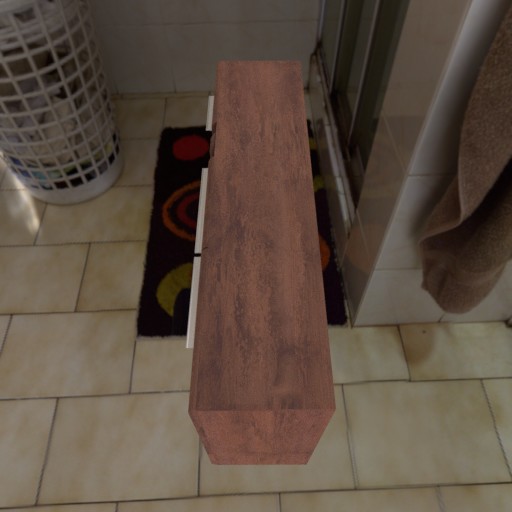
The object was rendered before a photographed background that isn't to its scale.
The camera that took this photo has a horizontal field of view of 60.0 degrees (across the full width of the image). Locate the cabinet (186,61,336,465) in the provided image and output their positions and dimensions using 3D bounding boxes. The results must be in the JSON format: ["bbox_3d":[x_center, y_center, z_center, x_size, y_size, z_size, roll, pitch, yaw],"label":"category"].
[{"bbox_3d":[0.000,0.000,1.996,0.420,0.900,1.600,0,56,0],"label":"cabinet"}]
